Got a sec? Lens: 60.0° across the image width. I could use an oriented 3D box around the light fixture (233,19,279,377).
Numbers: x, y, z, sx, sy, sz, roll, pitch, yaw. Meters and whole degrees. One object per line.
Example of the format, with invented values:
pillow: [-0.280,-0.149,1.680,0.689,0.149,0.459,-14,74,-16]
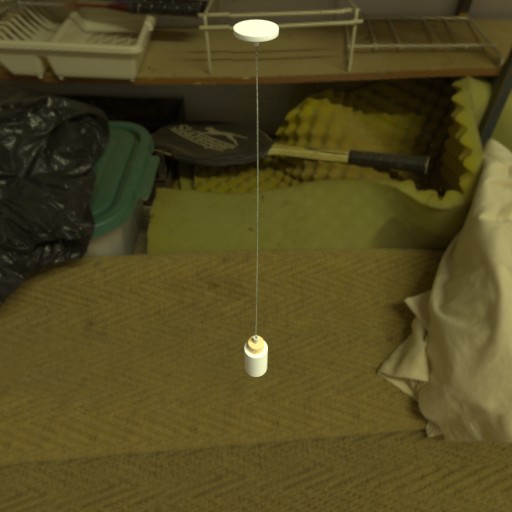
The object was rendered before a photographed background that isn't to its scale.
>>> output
light fixture: [0.000,0.000,1.859,0.125,1.798,0.125,-16,48,-15]
